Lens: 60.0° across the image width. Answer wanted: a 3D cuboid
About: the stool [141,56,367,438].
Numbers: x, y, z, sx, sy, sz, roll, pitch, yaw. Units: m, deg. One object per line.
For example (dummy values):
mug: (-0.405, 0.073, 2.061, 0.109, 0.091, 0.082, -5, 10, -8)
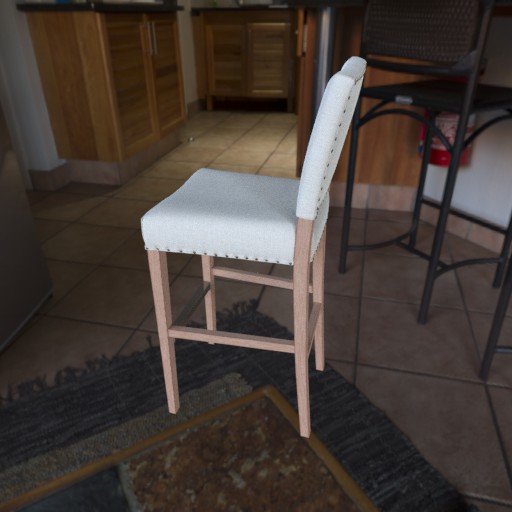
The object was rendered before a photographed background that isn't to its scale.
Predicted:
stool: (0.000, 0.000, 1.412, 0.546, 1.143, 0.428, 8, 31, 14)
